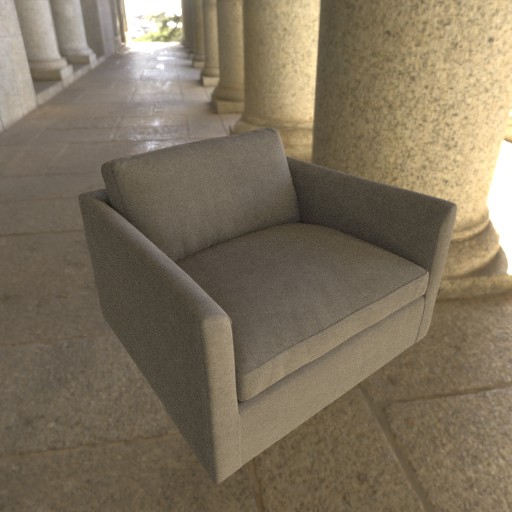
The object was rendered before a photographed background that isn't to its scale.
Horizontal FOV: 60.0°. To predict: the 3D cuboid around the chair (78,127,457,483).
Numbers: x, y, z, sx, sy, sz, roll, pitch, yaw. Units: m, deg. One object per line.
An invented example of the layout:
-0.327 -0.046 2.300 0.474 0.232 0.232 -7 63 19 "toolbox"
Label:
0.000 0.000 1.861 1.190 0.845 1.091 -21 35 -34 "chair"
